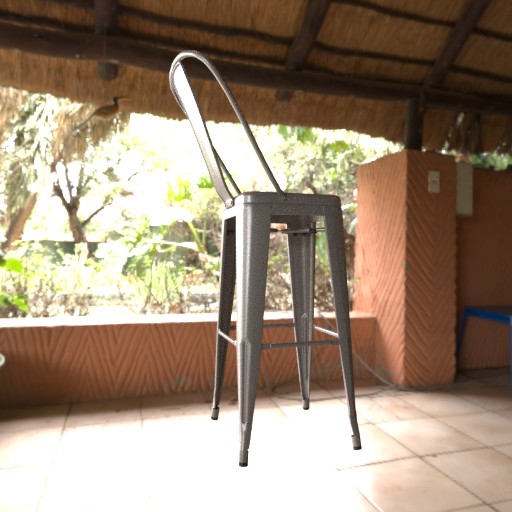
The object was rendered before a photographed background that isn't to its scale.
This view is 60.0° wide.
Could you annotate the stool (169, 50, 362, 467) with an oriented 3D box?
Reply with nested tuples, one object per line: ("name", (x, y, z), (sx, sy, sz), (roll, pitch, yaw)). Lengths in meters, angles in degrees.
("stool", (0.000, 0.000, 1.348), (0.513, 1.096, 0.399), (0, 0, -17))
